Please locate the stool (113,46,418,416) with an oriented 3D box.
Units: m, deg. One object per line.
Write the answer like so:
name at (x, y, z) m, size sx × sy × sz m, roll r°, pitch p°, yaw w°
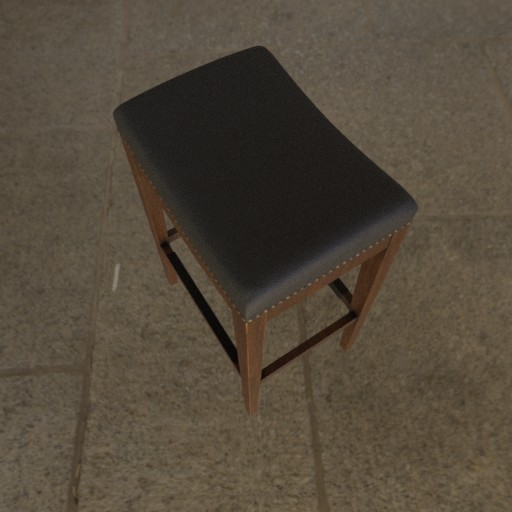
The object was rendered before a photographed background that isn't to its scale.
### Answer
stool at (0.000, 0.000, 1.047) m, size 0.361 × 0.765 × 0.500 m, roll -30°, pitch 66°, yaw -15°
